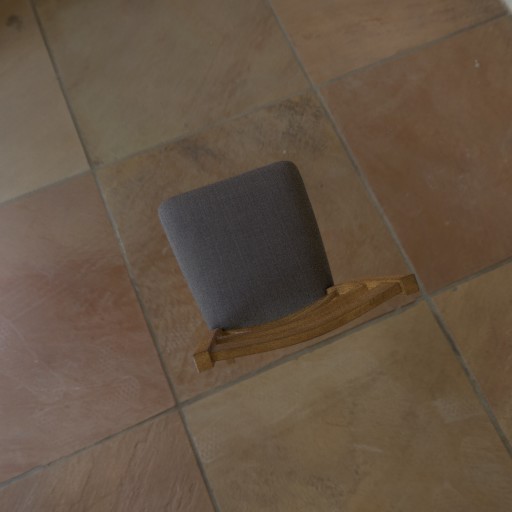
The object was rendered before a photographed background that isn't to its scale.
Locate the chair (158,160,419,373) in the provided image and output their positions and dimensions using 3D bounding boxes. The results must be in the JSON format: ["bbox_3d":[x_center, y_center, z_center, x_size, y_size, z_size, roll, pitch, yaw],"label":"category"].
[{"bbox_3d":[0.000,0.000,1.276,0.470,0.949,0.581,-19,75,-5],"label":"chair"}]
